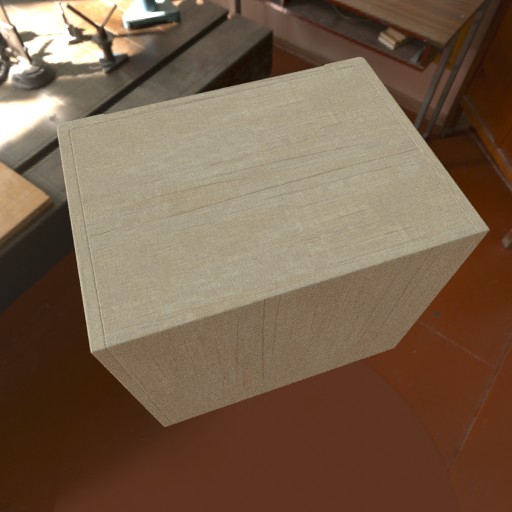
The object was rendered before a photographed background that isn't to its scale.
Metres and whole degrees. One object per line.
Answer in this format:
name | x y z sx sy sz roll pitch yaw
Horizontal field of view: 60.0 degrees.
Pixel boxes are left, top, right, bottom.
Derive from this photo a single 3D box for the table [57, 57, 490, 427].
table | 0.000 0.000 0.911 0.570 0.510 0.420 -16 61 -9
